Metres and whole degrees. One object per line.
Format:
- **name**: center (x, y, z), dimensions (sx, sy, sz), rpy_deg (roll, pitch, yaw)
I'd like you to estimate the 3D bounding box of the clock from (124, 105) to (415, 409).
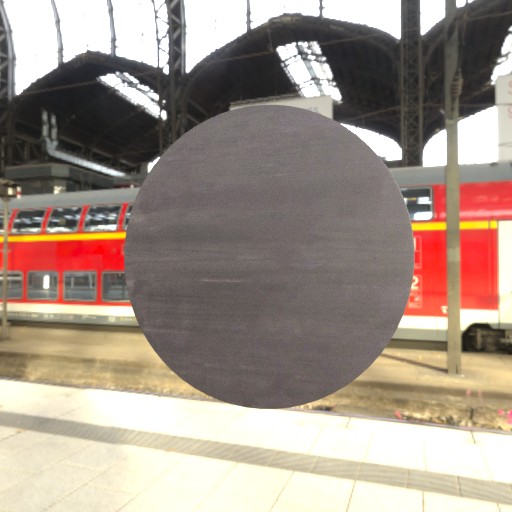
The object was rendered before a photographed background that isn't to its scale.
- **clock**: center (0.000, 0.000, 0.884), dimensions (0.595, 0.595, 0.029), rpy_deg (0, -1, 18)
